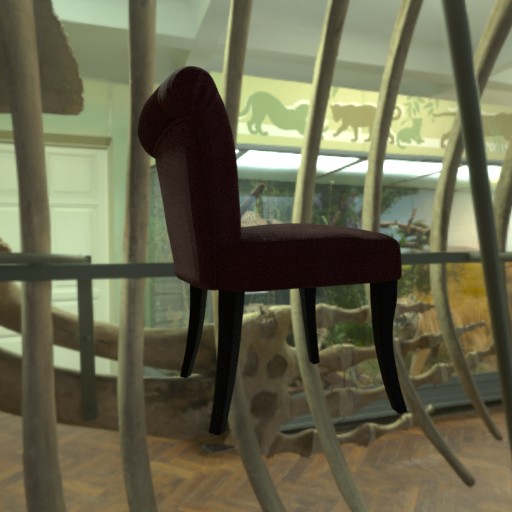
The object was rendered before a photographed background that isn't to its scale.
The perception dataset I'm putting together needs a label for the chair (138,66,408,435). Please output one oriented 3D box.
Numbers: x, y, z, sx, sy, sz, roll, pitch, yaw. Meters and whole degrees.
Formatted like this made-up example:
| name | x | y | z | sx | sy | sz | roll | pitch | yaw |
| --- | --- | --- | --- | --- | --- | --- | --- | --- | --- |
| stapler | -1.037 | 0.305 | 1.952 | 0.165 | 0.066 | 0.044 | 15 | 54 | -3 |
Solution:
| name | x | y | z | sx | sy | sz | roll | pitch | yaw |
| --- | --- | --- | --- | --- | --- | --- | --- | --- | --- |
| chair | 0.000 | 0.000 | 1.184 | 0.605 | 0.750 | 0.582 | 0 | 1 | -18 |
